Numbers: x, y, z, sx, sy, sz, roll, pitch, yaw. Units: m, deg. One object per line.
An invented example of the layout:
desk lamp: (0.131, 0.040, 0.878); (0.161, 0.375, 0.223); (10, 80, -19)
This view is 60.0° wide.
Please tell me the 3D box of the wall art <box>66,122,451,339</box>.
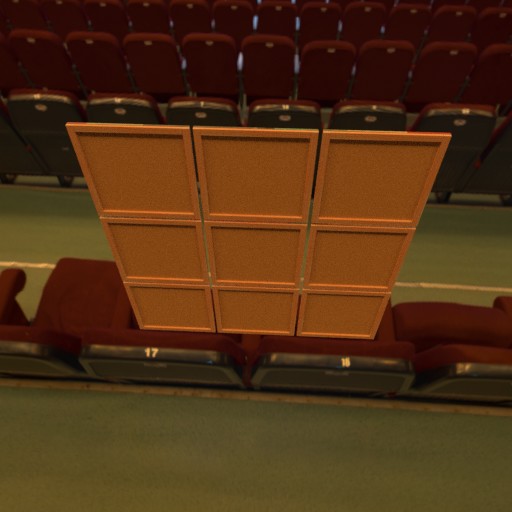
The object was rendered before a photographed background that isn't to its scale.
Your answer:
wall art: (0.000, 0.000, 1.390); (0.911, 0.910, 0.012); (2, 49, 2)
